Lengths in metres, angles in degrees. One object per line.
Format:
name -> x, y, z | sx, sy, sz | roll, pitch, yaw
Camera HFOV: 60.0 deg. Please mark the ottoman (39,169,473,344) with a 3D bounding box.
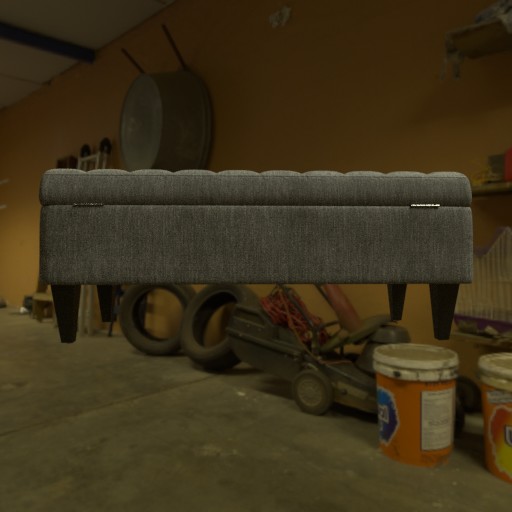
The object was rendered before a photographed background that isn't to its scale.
ottoman -> 0.000, 0.000, 1.393 | 1.151, 0.469, 0.482 | 0, 0, -2
